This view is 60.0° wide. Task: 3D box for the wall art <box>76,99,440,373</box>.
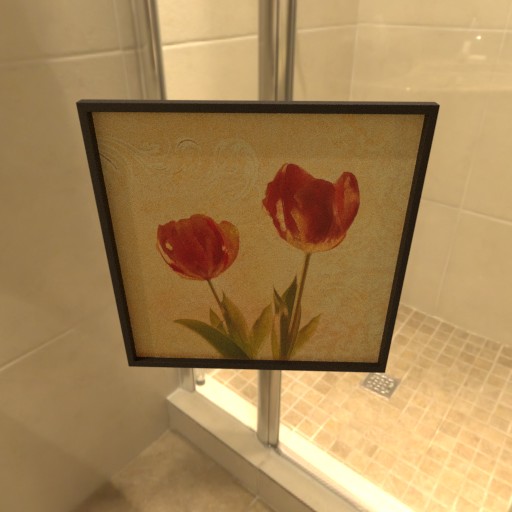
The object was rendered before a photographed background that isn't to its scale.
[{"bbox_3d":[0.000,0.000,1.202,0.805,0.807,0.043,1,31,2],"label":"wall art"}]
